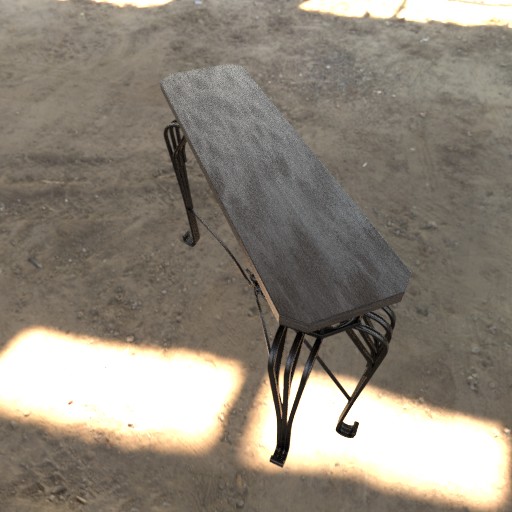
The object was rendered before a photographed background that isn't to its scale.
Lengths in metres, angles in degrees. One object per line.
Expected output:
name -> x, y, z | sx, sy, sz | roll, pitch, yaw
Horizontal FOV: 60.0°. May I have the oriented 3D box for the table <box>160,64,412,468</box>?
table -> 0.000, 0.000, 1.473 | 0.329, 0.800, 1.112 | -16, 50, -14
